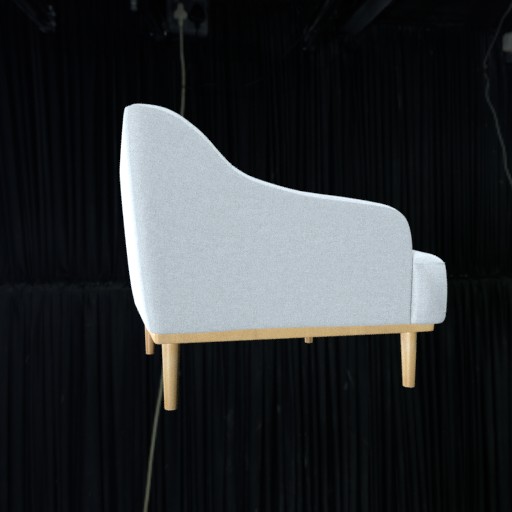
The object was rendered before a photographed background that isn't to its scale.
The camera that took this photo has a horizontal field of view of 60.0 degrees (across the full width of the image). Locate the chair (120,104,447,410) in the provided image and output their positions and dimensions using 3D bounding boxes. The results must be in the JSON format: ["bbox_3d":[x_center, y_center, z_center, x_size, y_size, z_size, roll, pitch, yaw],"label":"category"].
[{"bbox_3d":[0.000,0.000,1.635,0.951,0.818,0.946,0,0,-18],"label":"chair"}]
